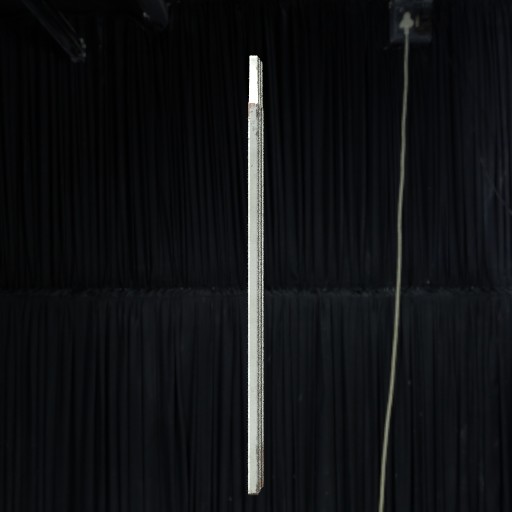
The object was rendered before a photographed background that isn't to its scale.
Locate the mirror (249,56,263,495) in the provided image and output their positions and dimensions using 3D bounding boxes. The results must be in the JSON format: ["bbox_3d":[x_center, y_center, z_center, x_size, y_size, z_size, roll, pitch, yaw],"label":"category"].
[{"bbox_3d":[0.000,0.000,0.864,0.022,0.717,0.403,0,-1,0],"label":"mirror"}]
